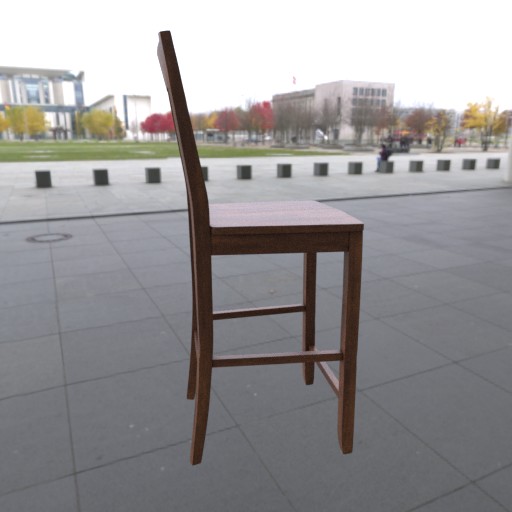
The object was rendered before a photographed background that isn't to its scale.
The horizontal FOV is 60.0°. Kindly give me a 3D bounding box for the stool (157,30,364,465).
[{"bbox_3d":[0.000,0.000,1.292,0.504,1.098,0.426,-3,15,-10],"label":"stool"}]
